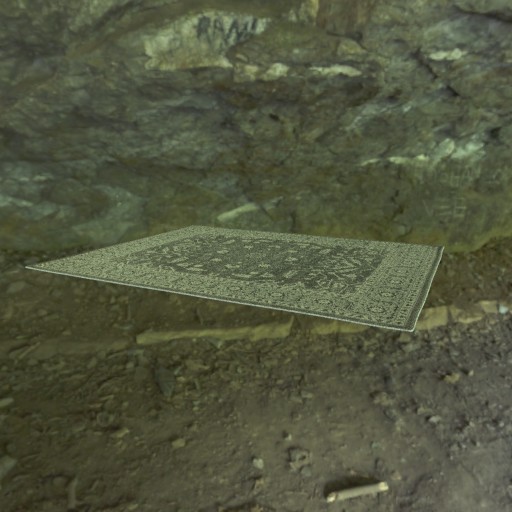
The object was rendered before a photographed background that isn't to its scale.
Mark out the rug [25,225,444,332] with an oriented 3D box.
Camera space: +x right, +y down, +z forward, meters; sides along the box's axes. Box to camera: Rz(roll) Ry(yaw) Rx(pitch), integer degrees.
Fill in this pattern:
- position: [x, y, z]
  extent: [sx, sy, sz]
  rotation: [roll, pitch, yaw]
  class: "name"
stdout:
- position: [0.000, 0.000, 4.078]
  extent: [3.069, 0.026, 2.451]
  rotation: [6, 15, 25]
  class: "rug"
